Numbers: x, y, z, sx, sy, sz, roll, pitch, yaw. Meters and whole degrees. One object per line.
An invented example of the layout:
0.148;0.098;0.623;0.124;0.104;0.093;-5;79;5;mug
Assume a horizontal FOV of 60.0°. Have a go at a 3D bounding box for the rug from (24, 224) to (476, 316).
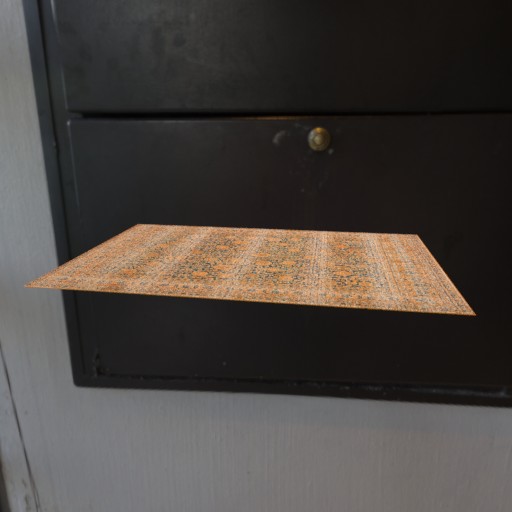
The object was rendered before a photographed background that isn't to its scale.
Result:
0.000;0.000;2.970;2.336;0.007;1.525;3;17;9;rug
